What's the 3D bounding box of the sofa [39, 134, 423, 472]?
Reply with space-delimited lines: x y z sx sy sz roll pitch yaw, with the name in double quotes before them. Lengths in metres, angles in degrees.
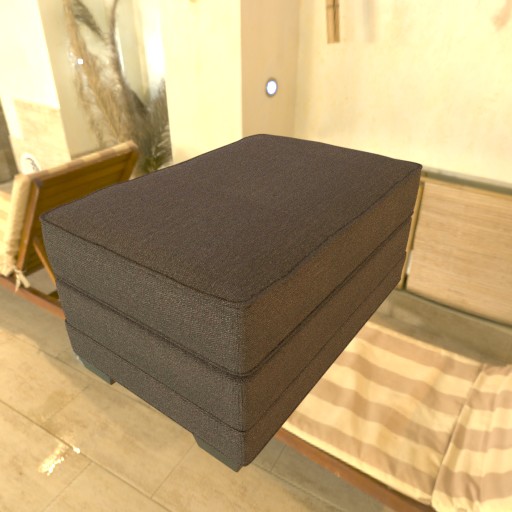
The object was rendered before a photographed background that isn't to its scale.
"sofa" 0.000 0.000 1.196 0.578 0.457 0.854 20 36 31
